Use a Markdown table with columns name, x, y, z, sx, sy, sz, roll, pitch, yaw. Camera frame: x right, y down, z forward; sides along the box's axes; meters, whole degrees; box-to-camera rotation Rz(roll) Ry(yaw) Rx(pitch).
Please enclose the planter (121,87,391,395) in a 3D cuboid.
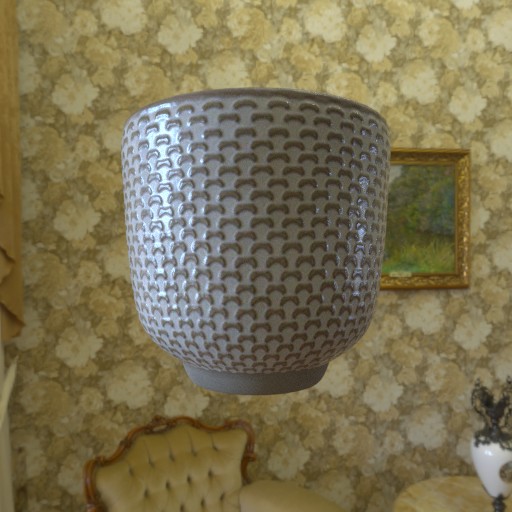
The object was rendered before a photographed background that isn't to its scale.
| name | x | y | z | sx | sy | sz | roll | pitch | yaw |
| --- | --- | --- | --- | --- | --- | --- | --- | --- | --- |
| planter | 0.000 | 0.000 | 0.238 | 0.139 | 0.130 | 0.139 | 0 | -1 | 0 |
